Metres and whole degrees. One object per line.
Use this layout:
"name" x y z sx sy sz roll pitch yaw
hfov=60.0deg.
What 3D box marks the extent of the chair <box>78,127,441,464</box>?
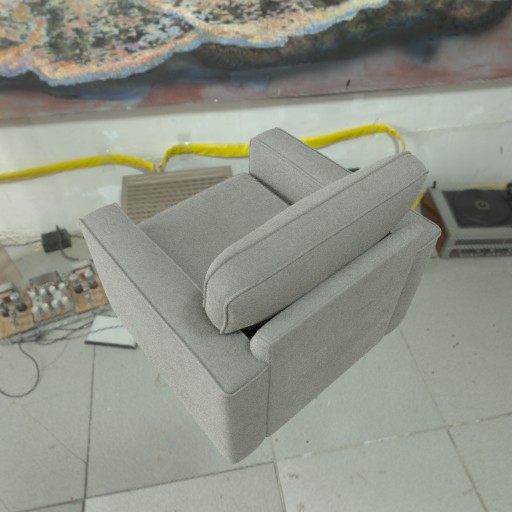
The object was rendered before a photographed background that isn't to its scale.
"chair" 0.000 0.000 1.745 1.015 0.965 0.939 -32 55 -26
